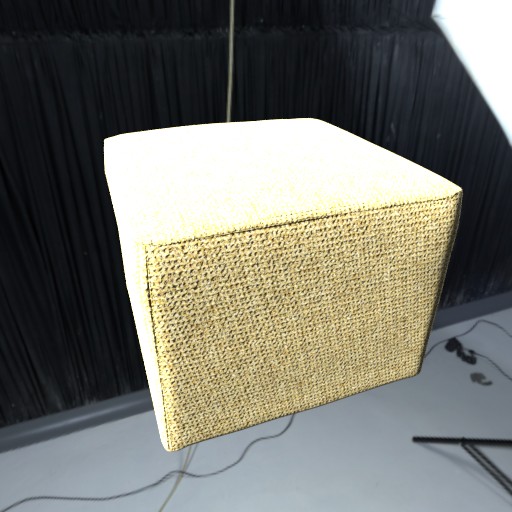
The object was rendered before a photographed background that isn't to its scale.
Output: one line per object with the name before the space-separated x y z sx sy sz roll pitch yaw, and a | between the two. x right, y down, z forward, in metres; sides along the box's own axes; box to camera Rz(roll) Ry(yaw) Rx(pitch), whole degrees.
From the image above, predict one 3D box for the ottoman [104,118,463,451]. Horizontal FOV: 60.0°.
ottoman | 0.000 0.000 0.888 0.505 0.441 0.512 -11 32 -18
